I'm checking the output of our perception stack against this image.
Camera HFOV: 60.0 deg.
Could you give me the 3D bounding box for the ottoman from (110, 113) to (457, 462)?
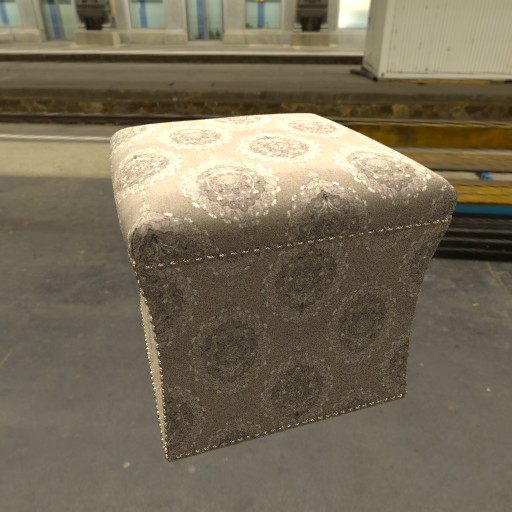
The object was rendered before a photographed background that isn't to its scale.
[{"bbox_3d":[0.000,0.000,0.884,0.497,0.473,0.507,-9,31,-16],"label":"ottoman"}]
